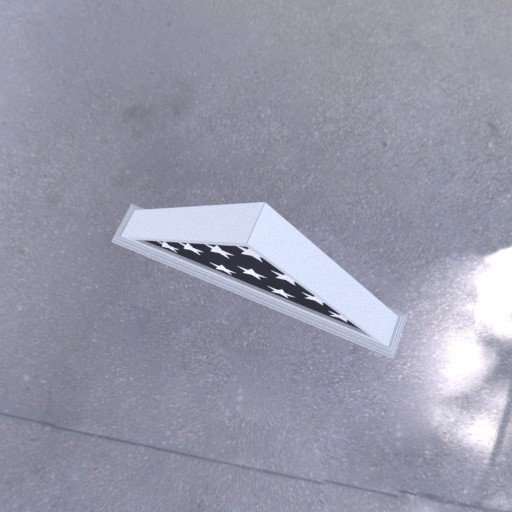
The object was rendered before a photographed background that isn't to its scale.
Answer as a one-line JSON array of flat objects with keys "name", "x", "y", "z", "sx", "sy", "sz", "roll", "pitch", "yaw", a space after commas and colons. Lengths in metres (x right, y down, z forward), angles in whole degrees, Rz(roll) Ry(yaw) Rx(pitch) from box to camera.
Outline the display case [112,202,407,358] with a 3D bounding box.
[{"name": "display case", "x": 0.000, "y": 0.000, "z": 0.781, "sx": 0.640, "sy": 0.340, "sz": 0.095, "roll": 22, "pitch": 75, "yaw": 6}]
